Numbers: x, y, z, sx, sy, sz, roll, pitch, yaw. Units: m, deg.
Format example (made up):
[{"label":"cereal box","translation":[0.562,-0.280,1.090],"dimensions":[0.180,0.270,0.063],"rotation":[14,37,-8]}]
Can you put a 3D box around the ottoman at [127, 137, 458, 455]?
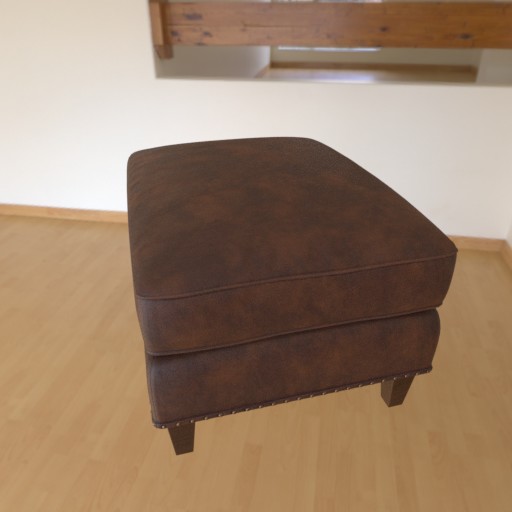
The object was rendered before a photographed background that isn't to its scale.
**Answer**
[{"label":"ottoman","translation":[0.000,0.000,1.115],"dimensions":[0.586,0.486,0.742],"rotation":[-8,31,-13]}]
